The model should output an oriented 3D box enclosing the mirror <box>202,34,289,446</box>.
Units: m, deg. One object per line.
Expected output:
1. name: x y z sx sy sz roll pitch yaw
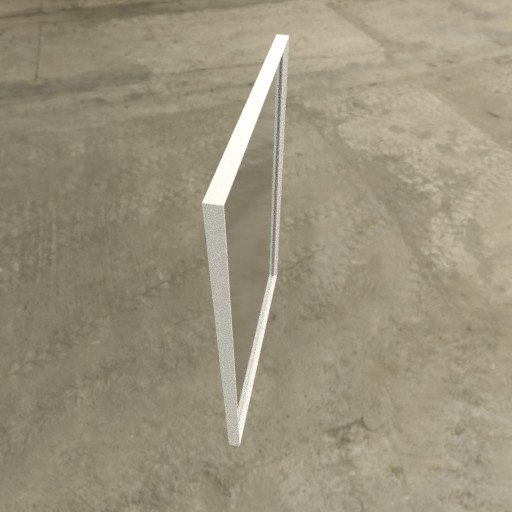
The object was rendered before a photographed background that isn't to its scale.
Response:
1. mirror: 0.000 0.000 1.351 0.041 1.016 0.762 8 46 8
